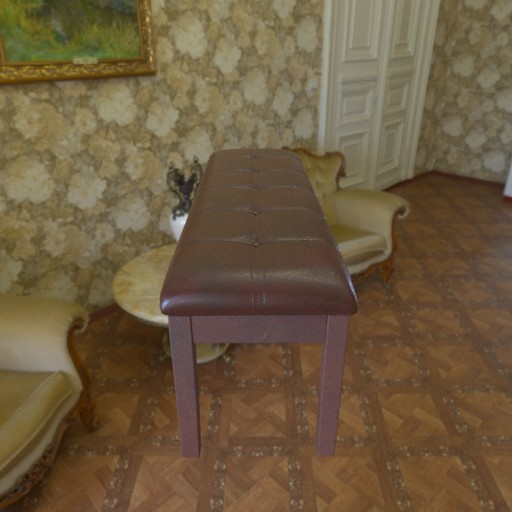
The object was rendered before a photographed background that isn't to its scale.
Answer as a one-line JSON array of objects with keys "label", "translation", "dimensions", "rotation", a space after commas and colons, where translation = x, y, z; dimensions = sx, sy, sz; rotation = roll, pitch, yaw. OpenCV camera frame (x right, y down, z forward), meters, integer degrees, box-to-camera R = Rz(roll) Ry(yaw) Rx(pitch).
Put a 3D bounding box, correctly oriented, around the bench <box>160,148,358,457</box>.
[{"label": "bench", "translation": [0.000, 0.000, 1.515], "dimensions": [0.401, 0.491, 1.259], "rotation": [0, 25, 0]}]
